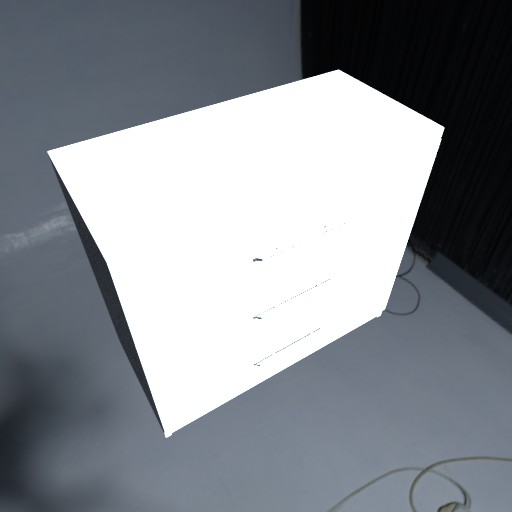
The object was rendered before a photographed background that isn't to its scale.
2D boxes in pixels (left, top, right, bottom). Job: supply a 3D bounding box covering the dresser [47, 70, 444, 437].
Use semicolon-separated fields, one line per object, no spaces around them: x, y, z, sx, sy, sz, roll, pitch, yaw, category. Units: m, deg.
0.000;0.000;1.274;0.830;0.740;0.420;-24;50;-22;dresser
